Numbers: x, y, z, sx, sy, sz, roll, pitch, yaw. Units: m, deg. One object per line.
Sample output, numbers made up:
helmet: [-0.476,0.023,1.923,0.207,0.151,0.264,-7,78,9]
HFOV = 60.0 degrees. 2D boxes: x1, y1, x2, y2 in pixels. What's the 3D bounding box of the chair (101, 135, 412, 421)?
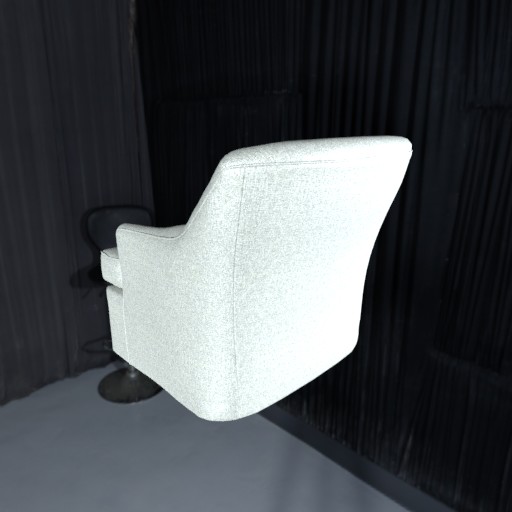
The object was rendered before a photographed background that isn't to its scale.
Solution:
chair: [0.000,0.000,1.607,0.923,0.856,0.864,16,23,42]
